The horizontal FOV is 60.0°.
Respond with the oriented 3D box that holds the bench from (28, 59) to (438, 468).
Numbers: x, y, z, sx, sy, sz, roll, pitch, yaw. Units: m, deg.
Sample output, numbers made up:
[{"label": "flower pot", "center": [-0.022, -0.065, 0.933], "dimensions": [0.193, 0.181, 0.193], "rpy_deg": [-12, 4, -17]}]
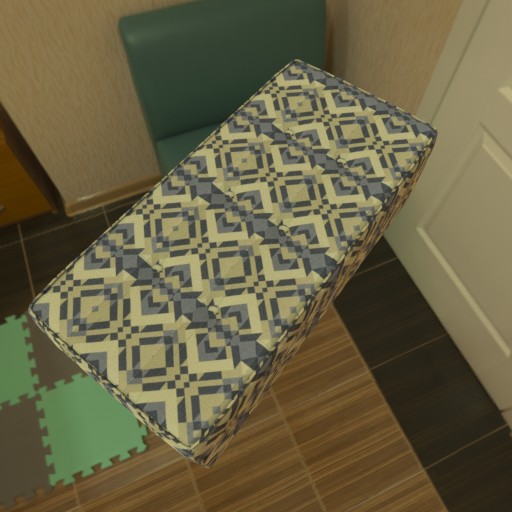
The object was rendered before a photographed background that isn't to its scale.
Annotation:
[{"label": "bench", "center": [0.000, 0.000, 1.249], "dimensions": [0.492, 0.477, 1.016], "rpy_deg": [34, 67, 17]}]
